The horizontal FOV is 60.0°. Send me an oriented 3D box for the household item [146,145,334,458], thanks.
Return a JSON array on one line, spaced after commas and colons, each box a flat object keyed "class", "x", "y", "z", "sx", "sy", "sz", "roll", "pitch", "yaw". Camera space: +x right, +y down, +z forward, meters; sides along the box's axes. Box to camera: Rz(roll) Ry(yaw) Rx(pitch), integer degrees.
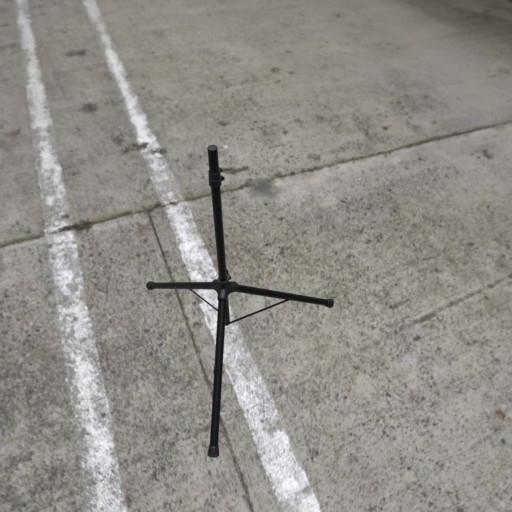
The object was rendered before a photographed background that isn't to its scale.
[{"class": "household item", "x": 0.000, "y": 0.000, "z": 1.880, "sx": 0.907, "sy": 1.136, "sz": 1.045, "roll": -17, "pitch": 48, "yaw": -16}]
